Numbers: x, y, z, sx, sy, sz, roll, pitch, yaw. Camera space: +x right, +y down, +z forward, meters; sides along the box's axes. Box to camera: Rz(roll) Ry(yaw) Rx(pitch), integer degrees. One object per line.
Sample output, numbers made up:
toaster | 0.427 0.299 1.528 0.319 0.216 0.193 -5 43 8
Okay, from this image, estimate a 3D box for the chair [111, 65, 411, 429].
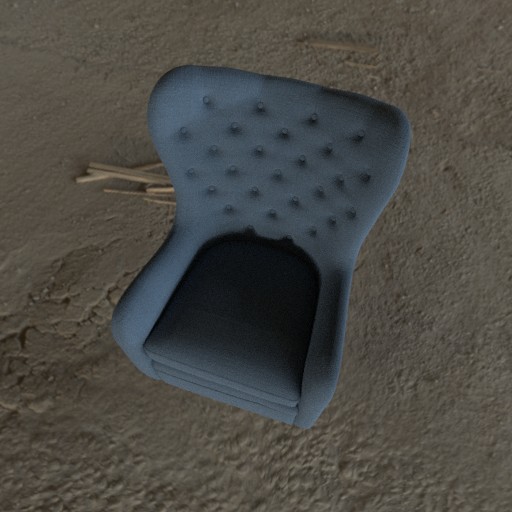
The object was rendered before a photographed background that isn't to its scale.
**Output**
chair | 0.000 0.000 1.708 0.831 1.079 0.930 15 59 9
